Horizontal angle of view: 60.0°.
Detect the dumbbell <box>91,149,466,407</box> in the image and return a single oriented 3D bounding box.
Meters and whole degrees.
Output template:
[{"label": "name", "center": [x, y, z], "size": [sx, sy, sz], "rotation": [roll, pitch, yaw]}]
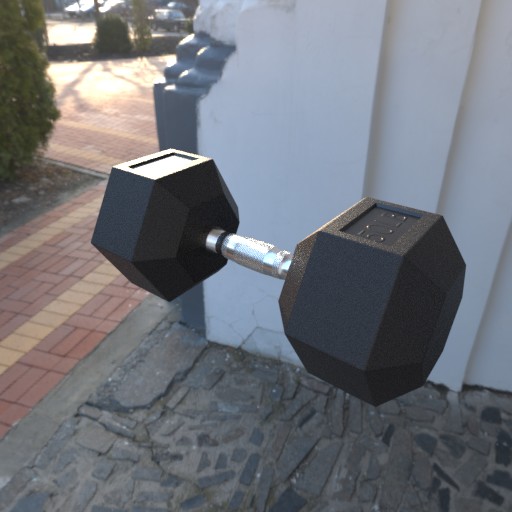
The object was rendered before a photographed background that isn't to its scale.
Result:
[{"label": "dumbbell", "center": [0.000, 0.000, 0.460], "size": [0.384, 0.150, 0.173], "rotation": [21, 35, 32]}]
